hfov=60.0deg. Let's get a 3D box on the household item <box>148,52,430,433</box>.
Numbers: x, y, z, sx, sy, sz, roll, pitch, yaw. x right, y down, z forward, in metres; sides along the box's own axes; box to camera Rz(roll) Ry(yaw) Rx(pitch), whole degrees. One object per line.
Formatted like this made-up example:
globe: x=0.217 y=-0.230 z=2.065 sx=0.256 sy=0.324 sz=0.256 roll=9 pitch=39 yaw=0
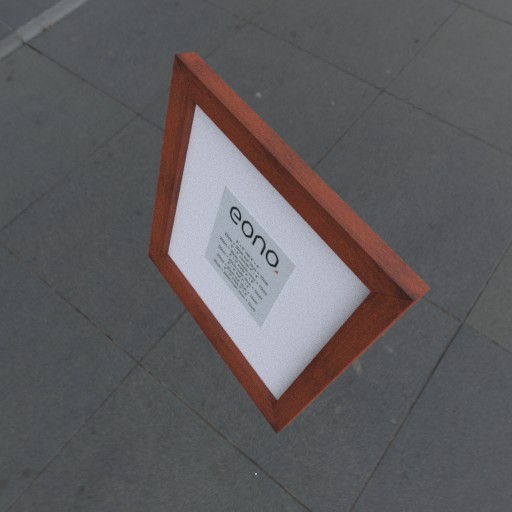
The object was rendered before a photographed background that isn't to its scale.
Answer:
household item: x=0.000 y=0.000 z=0.385 sx=0.131 sy=0.240 sz=0.240 roll=-34 pitch=69 yaw=-15
